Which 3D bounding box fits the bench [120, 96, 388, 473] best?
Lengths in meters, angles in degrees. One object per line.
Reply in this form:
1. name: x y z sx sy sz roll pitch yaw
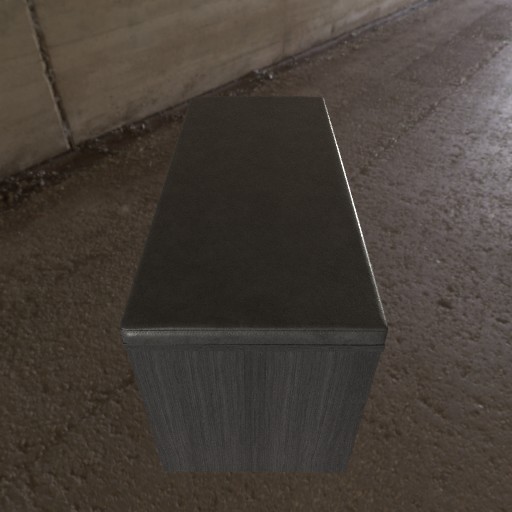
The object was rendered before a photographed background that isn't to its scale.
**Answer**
1. bench: 0.000 0.000 1.151 0.401 0.501 0.905 0 41 0
